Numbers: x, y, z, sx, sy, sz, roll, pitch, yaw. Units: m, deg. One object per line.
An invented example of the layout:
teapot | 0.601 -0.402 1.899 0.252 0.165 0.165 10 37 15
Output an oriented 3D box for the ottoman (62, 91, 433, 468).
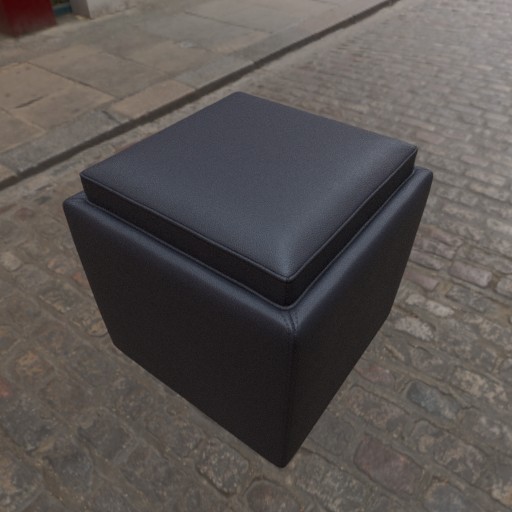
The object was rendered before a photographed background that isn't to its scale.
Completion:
ottoman | 0.000 0.000 0.823 0.450 0.460 0.451 27 49 26
